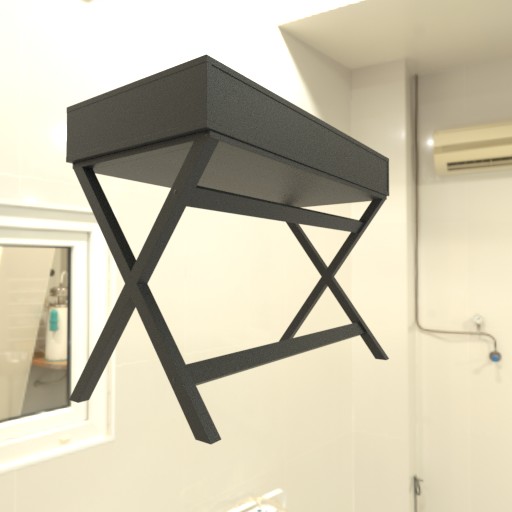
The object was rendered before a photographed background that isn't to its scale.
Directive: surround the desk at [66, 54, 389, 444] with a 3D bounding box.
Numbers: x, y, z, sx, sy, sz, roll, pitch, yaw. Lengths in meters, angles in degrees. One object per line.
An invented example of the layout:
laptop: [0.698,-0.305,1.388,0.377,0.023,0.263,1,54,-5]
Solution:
desk: [0.000,0.000,1.460,0.525,0.780,1.057,-1,-2,36]
